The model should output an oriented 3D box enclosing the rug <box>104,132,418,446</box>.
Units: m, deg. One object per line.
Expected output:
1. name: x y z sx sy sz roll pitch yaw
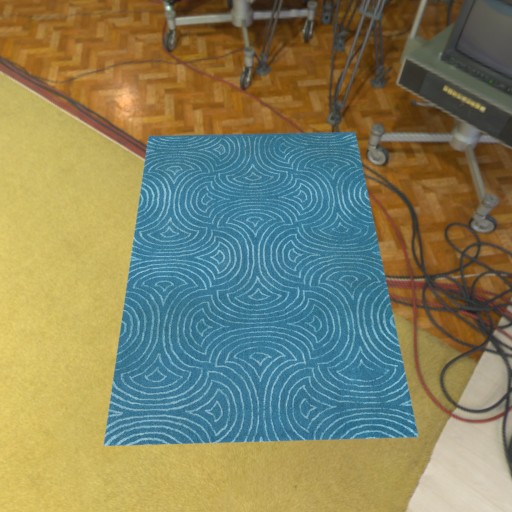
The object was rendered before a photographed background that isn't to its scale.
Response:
1. rug: 0.000 0.000 2.739 1.543 0.015 2.144 -1 58 -1
